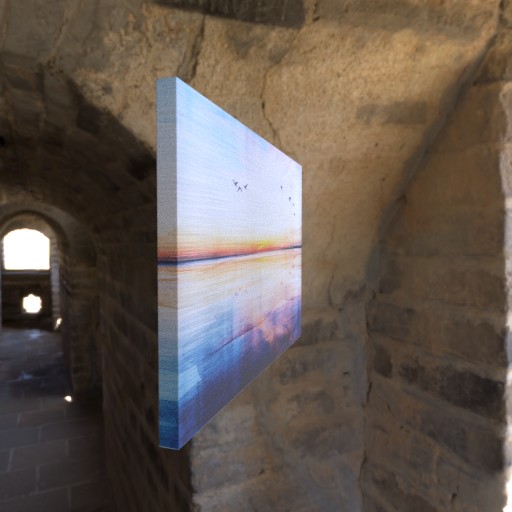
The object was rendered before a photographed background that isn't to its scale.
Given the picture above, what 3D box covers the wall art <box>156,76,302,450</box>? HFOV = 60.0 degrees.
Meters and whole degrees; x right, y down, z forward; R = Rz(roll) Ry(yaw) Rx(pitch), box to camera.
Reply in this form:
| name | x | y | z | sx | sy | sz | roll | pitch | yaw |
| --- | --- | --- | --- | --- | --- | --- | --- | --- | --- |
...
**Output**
| name | x | y | z | sx | sy | sz | roll | pitch | yaw |
| --- | --- | --- | --- | --- | --- | --- | --- | --- | --- |
| wall art | 0.000 | 0.000 | 1.153 | 0.037 | 0.605 | 0.911 | 1 | 2 | 18 |
